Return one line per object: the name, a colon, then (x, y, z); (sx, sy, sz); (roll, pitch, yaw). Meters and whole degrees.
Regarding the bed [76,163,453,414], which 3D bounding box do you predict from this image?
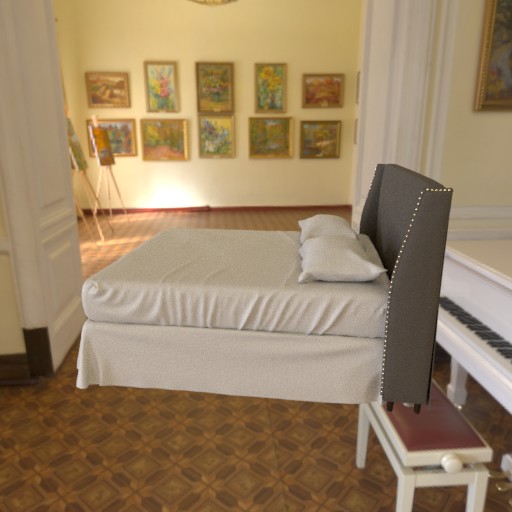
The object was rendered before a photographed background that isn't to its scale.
bed: (0.000, 0.000, 3.424); (2.276, 1.332, 1.925); (2, 16, 8)
